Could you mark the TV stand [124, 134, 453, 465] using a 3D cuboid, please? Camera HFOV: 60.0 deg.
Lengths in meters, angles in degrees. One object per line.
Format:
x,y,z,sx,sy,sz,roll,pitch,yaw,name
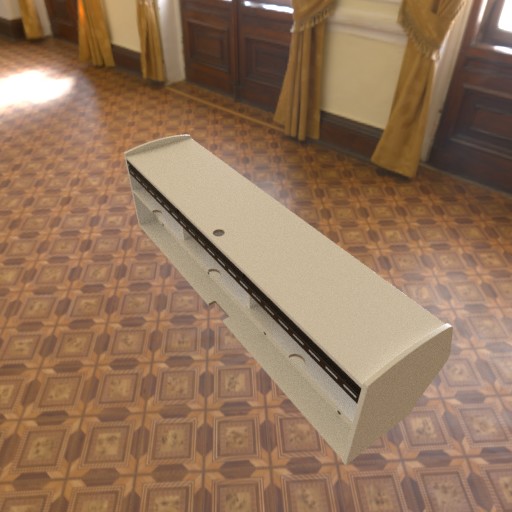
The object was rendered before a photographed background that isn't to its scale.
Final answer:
0.000,0.000,1.726,0.397,0.424,1.473,-25,46,-26,TV stand
